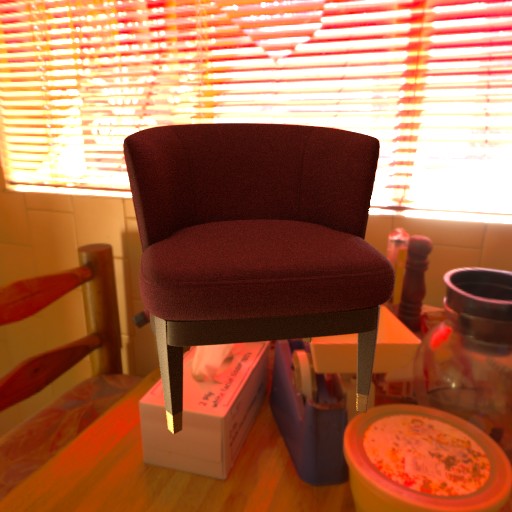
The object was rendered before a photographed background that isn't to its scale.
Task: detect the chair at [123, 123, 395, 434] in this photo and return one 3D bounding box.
[{"bbox_3d":[0.000,0.000,1.298,0.700,0.760,0.660,-3,16,-9],"label":"chair"}]
